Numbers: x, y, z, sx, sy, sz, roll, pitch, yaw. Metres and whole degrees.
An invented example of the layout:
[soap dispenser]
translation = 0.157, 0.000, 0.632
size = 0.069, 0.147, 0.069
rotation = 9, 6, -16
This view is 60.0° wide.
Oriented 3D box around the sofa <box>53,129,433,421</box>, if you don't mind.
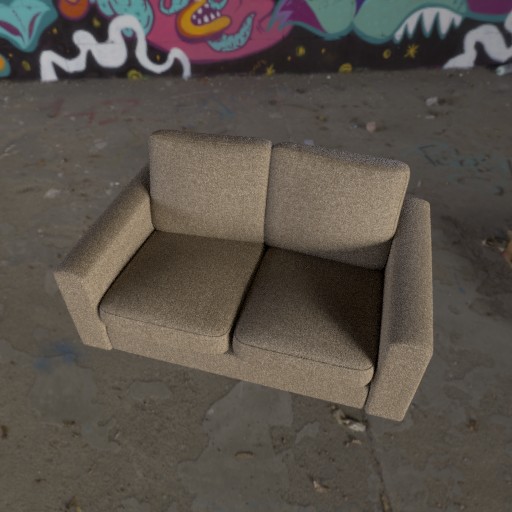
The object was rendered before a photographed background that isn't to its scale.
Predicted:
[sofa]
translation = 0.000, 0.000, 2.193
size = 1.616, 0.873, 1.016
rotation = 11, 44, 11
